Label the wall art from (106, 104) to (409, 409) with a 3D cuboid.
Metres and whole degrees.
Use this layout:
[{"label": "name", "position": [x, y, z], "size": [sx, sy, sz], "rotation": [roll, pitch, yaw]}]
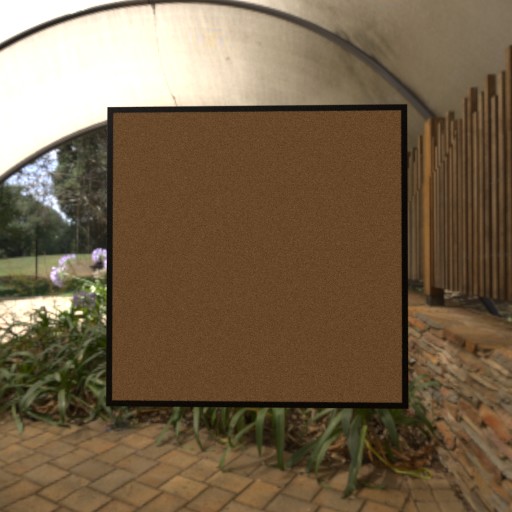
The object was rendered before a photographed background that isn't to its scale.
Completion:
[{"label": "wall art", "position": [0.000, 0.000, 0.678], "size": [0.457, 0.458, 0.012], "rotation": [0, -1, 2]}]
